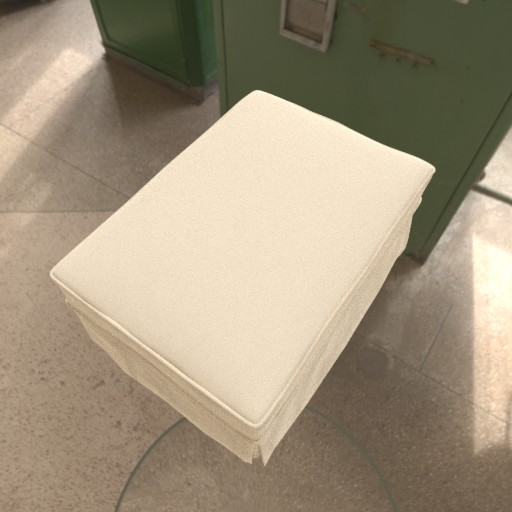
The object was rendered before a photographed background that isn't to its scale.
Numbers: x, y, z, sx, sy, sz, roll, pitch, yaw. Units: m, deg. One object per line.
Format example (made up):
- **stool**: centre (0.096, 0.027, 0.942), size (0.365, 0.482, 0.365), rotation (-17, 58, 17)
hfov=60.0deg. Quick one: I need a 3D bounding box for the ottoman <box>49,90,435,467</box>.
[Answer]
- **ottoman**: centre (0.000, 0.000, 1.346), size (0.703, 0.479, 0.944), rotation (31, 62, 18)
